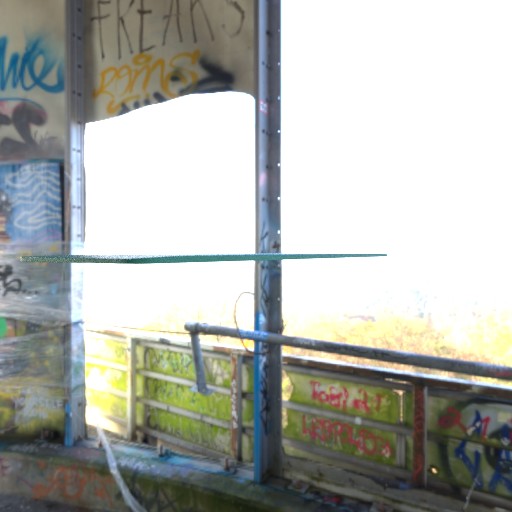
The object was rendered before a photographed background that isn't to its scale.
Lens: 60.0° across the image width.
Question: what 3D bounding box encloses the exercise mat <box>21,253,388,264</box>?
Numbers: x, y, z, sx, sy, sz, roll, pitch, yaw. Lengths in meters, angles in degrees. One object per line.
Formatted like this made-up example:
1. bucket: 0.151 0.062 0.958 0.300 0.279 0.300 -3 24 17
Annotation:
1. exercise mat: 0.000 0.000 2.021 0.616 0.021 1.869 0 1 35
